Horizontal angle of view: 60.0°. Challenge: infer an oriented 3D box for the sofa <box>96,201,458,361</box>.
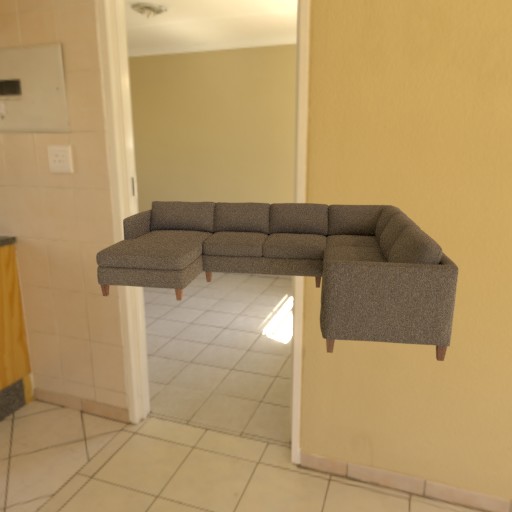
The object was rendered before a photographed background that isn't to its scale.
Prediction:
[{"bbox_3d":[0.000,0.000,4.497,3.238,0.853,2.551,2,14,9],"label":"sofa"}]
